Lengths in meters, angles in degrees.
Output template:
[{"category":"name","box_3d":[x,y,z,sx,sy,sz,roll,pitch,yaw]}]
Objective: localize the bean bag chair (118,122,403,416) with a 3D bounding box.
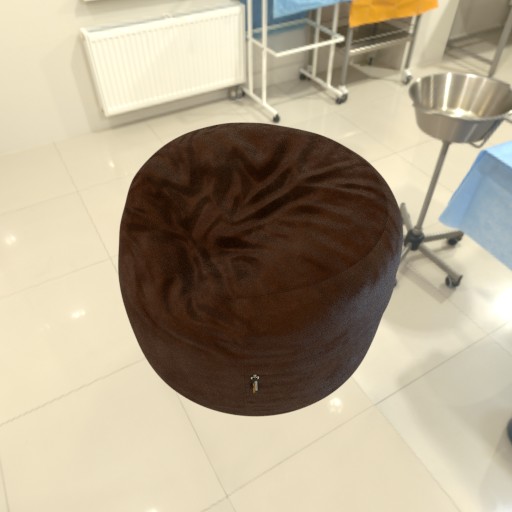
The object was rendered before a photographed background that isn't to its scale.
[{"category":"bean bag chair","box_3d":[0.000,0.000,1.507,0.918,0.616,0.918,0,46,0]}]
